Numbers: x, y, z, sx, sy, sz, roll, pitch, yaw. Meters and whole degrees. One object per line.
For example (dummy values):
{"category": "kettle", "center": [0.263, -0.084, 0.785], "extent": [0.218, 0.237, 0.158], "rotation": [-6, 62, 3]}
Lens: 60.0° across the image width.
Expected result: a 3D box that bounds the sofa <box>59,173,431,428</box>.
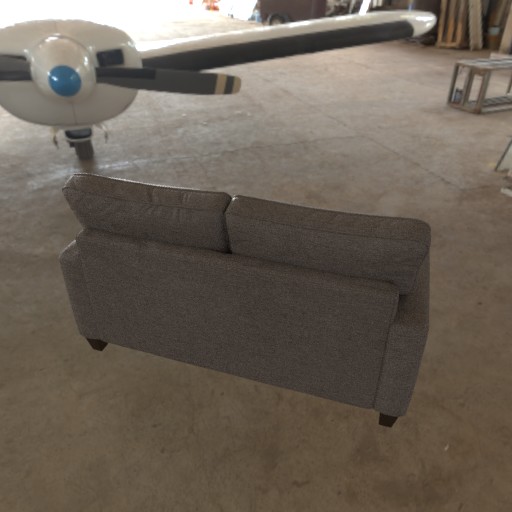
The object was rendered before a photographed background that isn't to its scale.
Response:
{"category": "sofa", "center": [0.000, 0.000, 2.246], "extent": [1.651, 0.965, 0.965], "rotation": [10, 34, 15]}
